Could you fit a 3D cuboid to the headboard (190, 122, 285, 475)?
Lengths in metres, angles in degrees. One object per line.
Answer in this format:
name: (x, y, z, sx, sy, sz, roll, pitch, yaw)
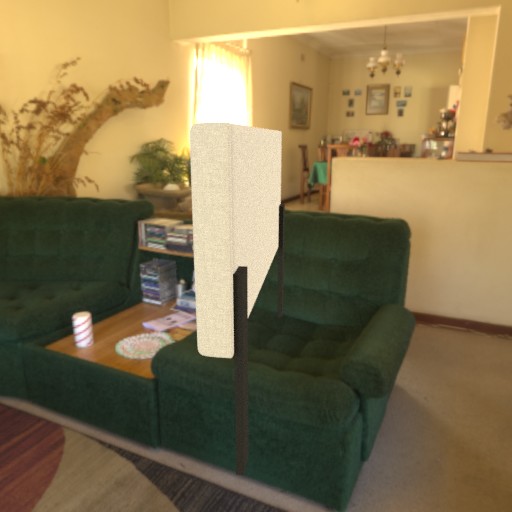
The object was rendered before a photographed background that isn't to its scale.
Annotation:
headboard: (0.000, 0.000, 2.750, 0.184, 1.524, 2.051, 2, 15, 8)
